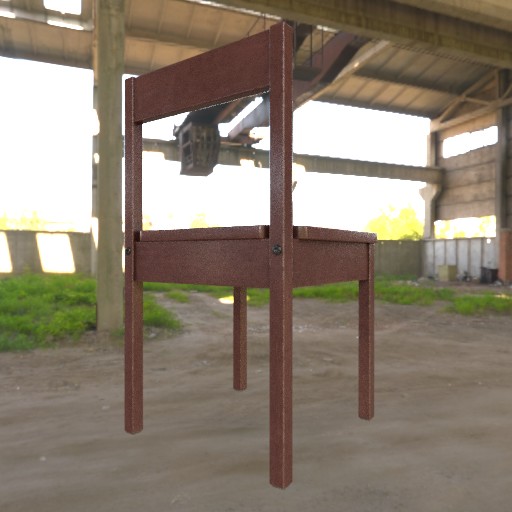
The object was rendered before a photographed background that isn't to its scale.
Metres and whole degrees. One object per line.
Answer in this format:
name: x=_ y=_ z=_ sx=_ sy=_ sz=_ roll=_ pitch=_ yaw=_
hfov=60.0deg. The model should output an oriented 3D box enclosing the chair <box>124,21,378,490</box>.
chair: x=0.000 y=0.000 z=0.876 sx=0.367 sy=0.668 sz=0.361 roll=0 pitch=0 yaw=36
